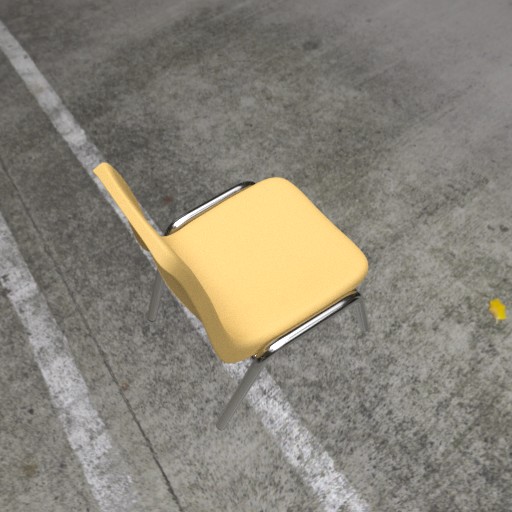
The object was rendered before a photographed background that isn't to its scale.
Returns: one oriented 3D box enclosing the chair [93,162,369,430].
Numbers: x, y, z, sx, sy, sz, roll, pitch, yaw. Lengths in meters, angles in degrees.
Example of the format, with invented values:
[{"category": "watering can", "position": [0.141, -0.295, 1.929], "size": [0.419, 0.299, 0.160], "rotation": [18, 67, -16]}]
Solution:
[{"category": "chair", "position": [0.000, 0.000, 0.832], "size": [0.423, 0.586, 0.354], "rotation": [-31, 62, -19]}]
